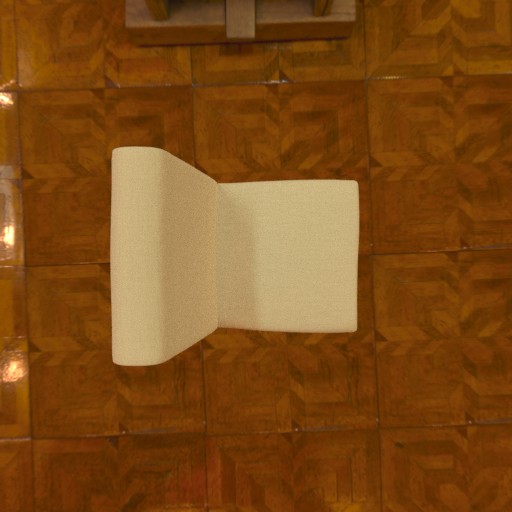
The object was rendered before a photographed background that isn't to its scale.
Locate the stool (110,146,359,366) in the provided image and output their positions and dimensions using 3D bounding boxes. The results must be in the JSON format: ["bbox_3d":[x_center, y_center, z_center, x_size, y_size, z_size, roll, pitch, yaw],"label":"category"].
[{"bbox_3d":[0.000,0.000,1.447,0.597,1.124,0.452,0,90,0],"label":"stool"}]
